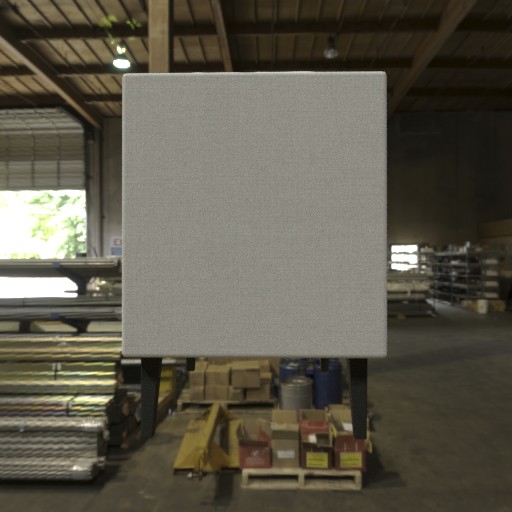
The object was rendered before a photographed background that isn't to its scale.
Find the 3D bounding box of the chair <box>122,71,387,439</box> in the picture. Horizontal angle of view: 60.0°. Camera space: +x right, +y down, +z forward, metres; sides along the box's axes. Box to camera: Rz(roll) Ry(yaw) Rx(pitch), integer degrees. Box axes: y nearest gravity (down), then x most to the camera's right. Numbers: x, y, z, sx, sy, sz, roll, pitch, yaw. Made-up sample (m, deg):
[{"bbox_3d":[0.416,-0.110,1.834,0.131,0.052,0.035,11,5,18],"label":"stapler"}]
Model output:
[{"bbox_3d":[0.000,0.000,1.427,0.658,0.891,0.772,0,0,1],"label":"chair"}]
